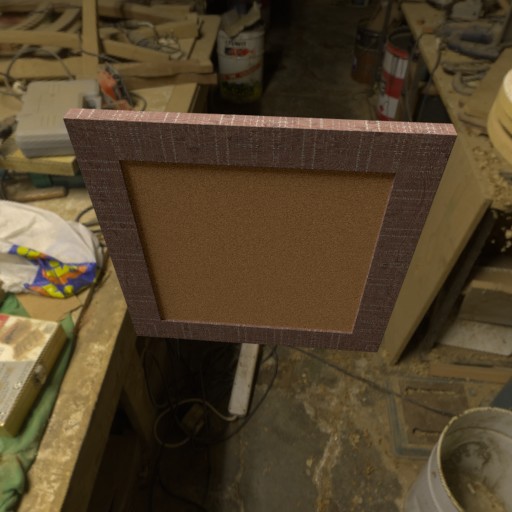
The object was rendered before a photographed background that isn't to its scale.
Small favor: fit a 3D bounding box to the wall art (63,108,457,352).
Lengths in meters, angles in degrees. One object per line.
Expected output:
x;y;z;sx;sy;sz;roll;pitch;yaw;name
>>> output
0.000;0.000;0.795;0.531;0.531;0.029;3;46;3;wall art
